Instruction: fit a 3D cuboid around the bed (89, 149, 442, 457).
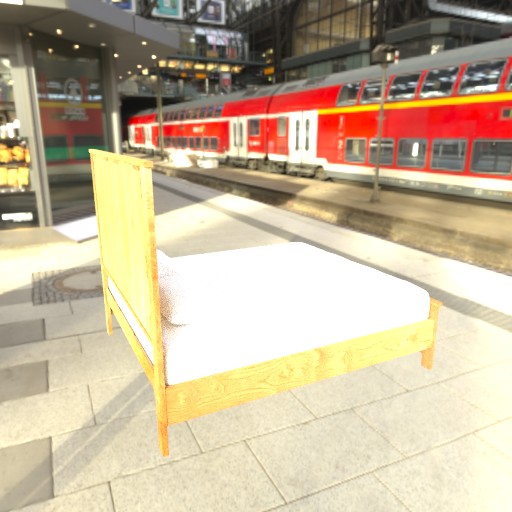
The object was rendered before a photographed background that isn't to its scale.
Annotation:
[{"bbox_3d":[0.000,0.000,3.651,2.201,1.686,1.936,-8,17,-26],"label":"bed"}]
